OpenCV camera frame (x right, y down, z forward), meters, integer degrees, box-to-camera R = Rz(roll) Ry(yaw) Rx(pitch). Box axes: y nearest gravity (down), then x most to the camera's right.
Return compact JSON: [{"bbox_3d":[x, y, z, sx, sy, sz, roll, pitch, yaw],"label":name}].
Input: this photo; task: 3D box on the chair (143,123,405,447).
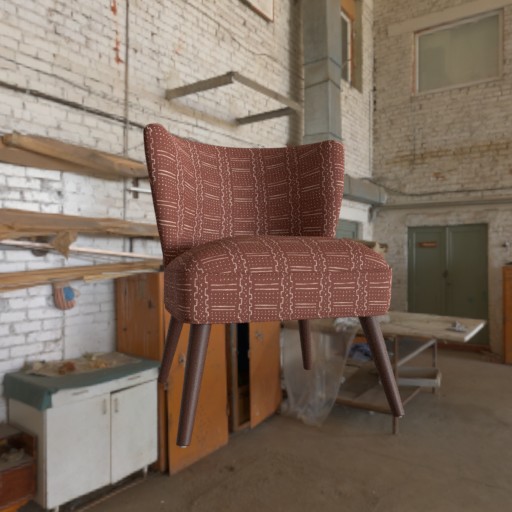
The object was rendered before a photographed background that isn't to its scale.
[{"bbox_3d":[0.000,0.000,1.443,0.706,0.866,0.758,0,0,-19],"label":"chair"}]
